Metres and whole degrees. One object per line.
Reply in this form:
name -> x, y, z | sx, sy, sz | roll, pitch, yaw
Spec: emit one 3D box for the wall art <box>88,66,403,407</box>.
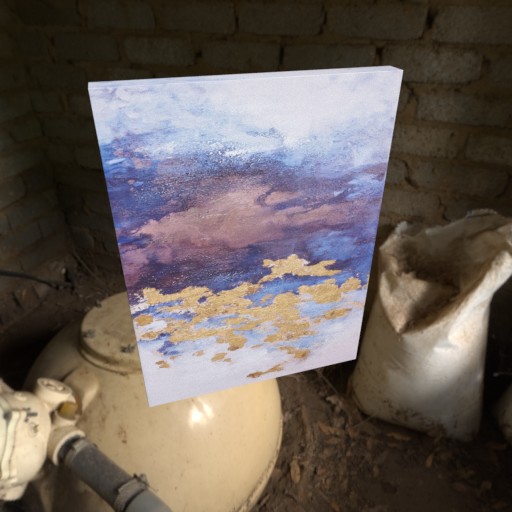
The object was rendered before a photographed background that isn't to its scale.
wall art -> 0.000, 0.000, 0.759 | 0.437, 0.581, 0.036 | -9, 33, -14
